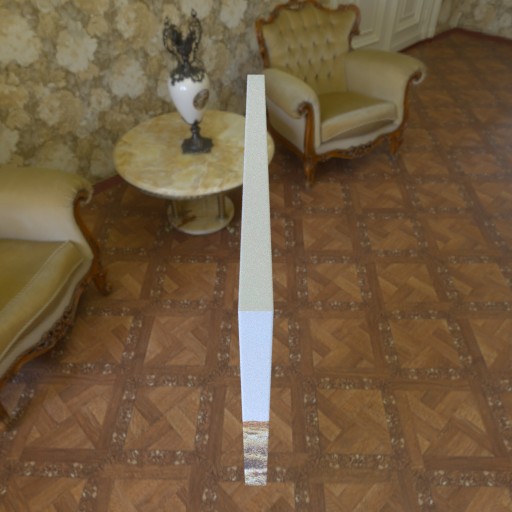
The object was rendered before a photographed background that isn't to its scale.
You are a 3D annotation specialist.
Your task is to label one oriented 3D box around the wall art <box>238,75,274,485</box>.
[{"bbox_3d":[0.000,0.000,1.164,0.050,0.610,0.914,0,42,0],"label":"wall art"}]
